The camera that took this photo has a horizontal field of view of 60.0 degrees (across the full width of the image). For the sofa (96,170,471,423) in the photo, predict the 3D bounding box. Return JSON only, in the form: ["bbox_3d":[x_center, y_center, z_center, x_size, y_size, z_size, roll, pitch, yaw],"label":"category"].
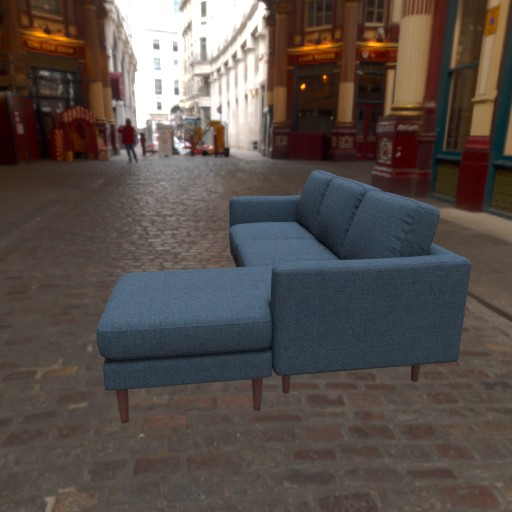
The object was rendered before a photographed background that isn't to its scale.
[{"bbox_3d":[0.000,0.000,2.900,1.667,0.957,2.055,-2,16,-8],"label":"sofa"}]
